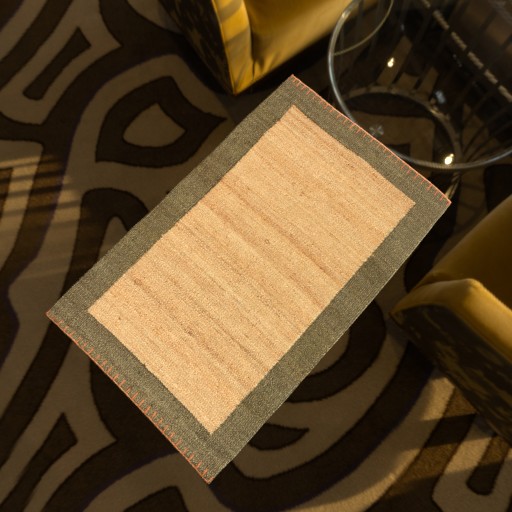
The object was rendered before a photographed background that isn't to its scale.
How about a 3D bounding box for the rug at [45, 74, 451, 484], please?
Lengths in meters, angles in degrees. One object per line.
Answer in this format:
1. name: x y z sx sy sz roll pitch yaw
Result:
1. rug: 0.000 0.000 2.970 1.521 0.006 2.435 42 80 9
